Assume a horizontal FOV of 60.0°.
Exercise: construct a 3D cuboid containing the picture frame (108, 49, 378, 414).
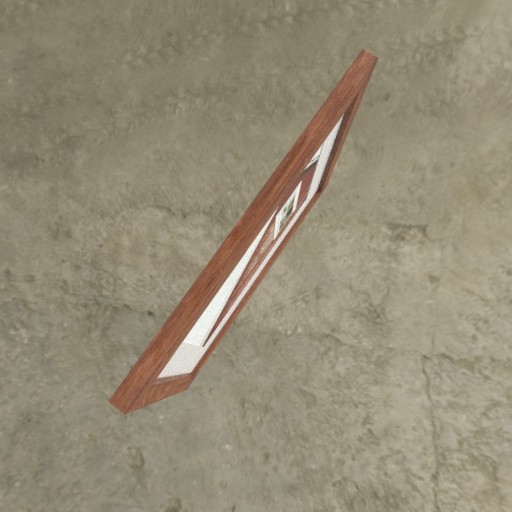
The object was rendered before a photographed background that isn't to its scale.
[{"bbox_3d":[0.000,0.000,0.776,0.025,0.457,0.559,34,79,8],"label":"picture frame"}]
